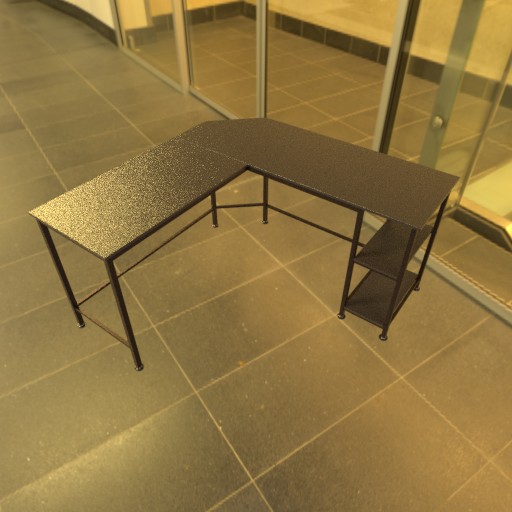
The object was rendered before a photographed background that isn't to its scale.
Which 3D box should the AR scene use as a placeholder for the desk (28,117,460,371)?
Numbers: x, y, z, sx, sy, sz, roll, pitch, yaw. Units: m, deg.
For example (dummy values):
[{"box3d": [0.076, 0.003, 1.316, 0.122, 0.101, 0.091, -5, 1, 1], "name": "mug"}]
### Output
[{"box3d": [0.000, 0.000, 2.227, 1.379, 0.739, 1.379, 26, 47, 27], "name": "desk"}]
